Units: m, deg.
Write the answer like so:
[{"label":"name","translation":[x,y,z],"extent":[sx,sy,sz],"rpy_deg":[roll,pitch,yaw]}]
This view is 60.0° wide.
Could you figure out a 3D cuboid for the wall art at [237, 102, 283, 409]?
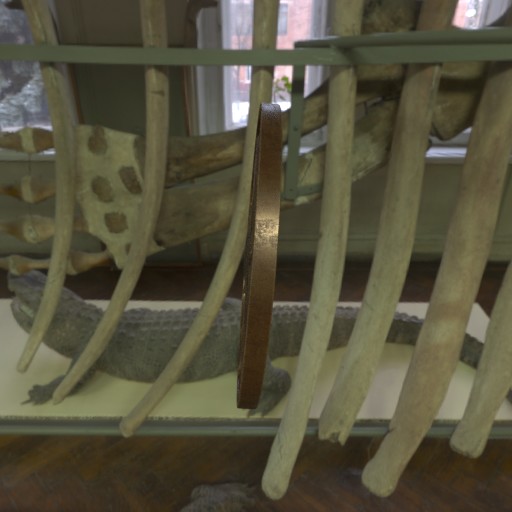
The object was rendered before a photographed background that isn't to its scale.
[{"label":"wall art","translation":[0.000,0.000,0.891],"extent":[0.084,0.583,0.582],"rpy_deg":[0,27,0]}]
